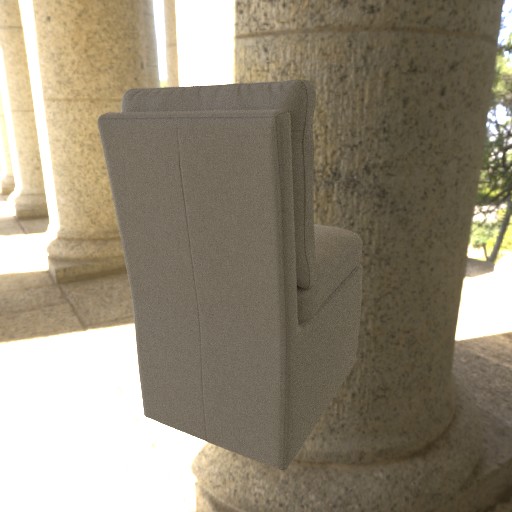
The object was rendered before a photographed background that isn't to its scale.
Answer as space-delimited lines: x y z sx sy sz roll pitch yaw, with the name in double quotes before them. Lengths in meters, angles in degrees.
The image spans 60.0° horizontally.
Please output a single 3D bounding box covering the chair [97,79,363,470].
"chair" 0.000 0.000 1.318 0.503 0.927 0.698 9 18 27
